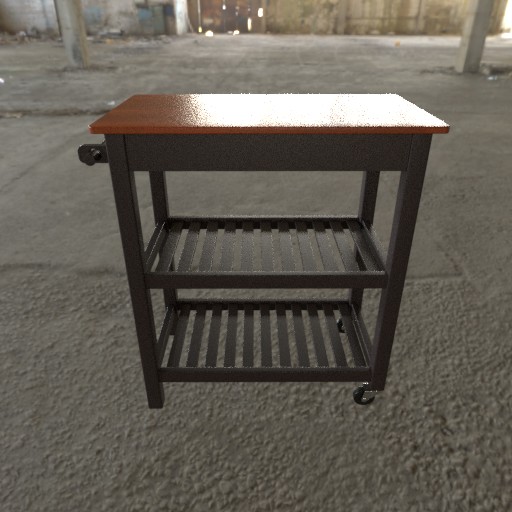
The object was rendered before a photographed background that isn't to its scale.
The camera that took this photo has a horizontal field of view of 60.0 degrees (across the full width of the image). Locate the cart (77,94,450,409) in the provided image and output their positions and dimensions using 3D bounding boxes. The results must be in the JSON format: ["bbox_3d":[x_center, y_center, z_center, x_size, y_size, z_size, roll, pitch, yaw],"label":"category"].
[{"bbox_3d":[0.000,0.000,1.439,0.899,0.927,0.457,0,29,0],"label":"cart"}]
